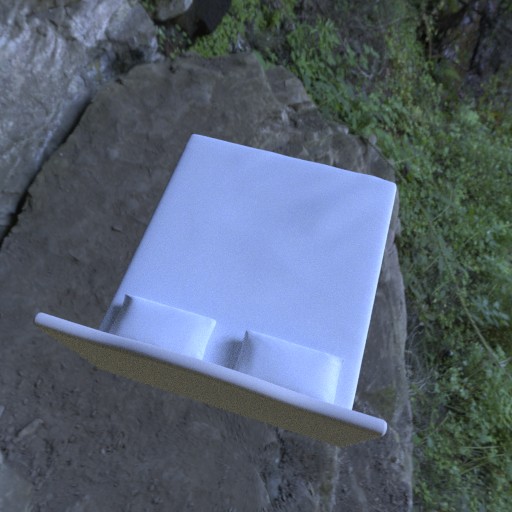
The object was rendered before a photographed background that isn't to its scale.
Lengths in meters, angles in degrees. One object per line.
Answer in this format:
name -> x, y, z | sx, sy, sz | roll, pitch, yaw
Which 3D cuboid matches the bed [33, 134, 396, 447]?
bed -> 0.000, 0.000, 3.435 | 2.083, 1.421, 2.182 | 15, 65, 7
